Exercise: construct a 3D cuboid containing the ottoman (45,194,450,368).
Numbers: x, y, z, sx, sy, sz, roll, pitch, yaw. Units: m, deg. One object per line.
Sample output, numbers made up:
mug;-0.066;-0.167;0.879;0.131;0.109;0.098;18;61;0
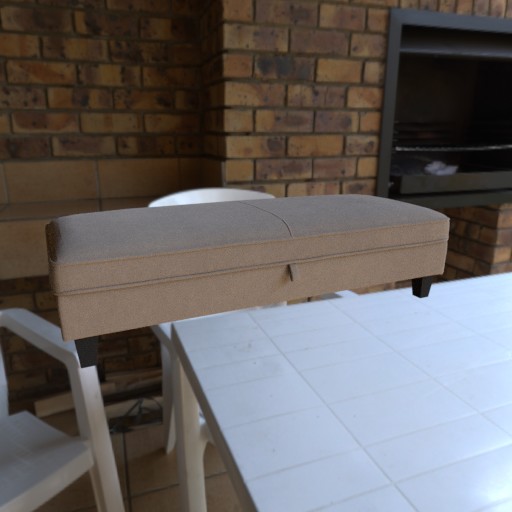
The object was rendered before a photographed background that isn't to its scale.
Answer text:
ottoman;0.000;0.000;2.036;1.726;0.460;0.735;-7;17;-24
